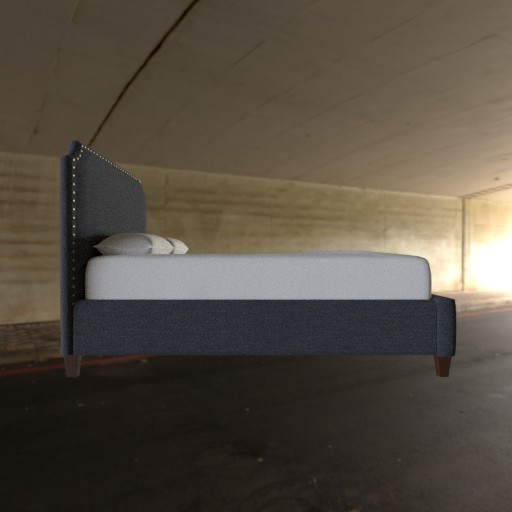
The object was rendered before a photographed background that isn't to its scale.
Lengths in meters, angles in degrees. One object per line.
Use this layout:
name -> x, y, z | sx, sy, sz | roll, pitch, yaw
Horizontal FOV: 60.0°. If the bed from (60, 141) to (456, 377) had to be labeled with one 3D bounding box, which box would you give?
bed -> 0.000, 0.000, 3.456 | 2.372, 1.443, 1.713 | 0, 0, 0
